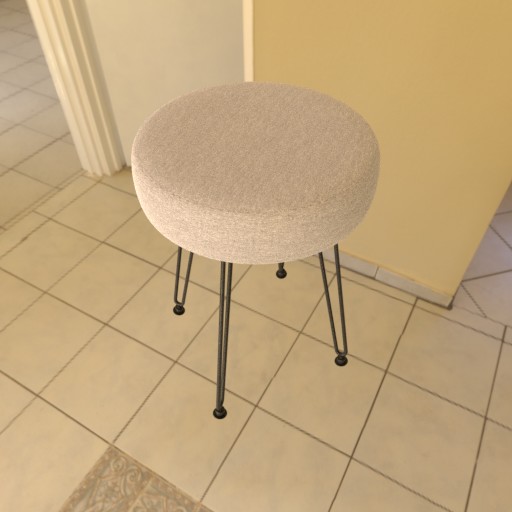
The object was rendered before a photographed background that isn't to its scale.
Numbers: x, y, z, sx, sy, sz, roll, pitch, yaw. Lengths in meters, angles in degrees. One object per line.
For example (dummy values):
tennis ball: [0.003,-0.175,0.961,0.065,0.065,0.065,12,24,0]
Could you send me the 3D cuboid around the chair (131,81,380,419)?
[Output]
chair: [0.000,0.000,0.681,0.350,0.440,0.350,15,48,14]
